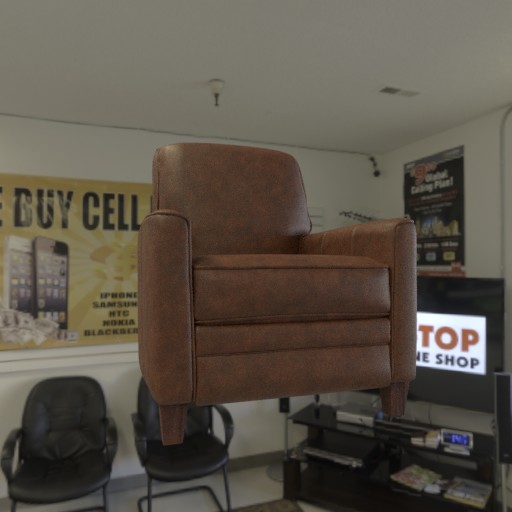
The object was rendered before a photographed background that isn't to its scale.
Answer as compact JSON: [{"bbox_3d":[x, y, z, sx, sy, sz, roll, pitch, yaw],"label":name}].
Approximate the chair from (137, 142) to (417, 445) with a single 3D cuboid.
[{"bbox_3d":[0.000,0.000,1.628,0.839,1.010,0.850,0,-1,-18],"label":"chair"}]
